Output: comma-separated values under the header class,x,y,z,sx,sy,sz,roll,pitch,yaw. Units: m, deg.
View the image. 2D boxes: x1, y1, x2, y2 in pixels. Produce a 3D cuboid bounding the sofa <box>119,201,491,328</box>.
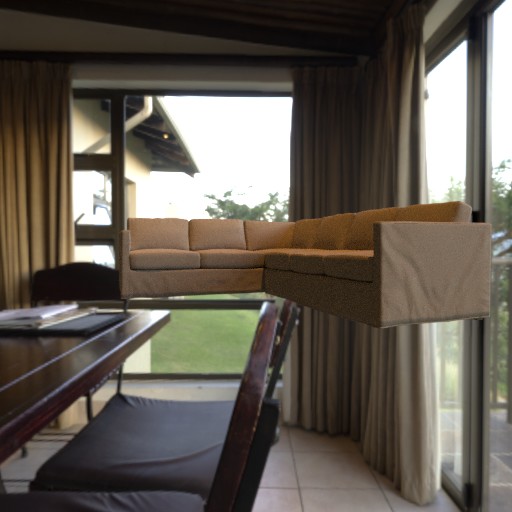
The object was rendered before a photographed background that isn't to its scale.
class,x,y,z,sx,sy,sz,roll,pitch,yaw
sofa,0.000,0.000,4.216,2.432,0.871,3.182,0,1,-19
